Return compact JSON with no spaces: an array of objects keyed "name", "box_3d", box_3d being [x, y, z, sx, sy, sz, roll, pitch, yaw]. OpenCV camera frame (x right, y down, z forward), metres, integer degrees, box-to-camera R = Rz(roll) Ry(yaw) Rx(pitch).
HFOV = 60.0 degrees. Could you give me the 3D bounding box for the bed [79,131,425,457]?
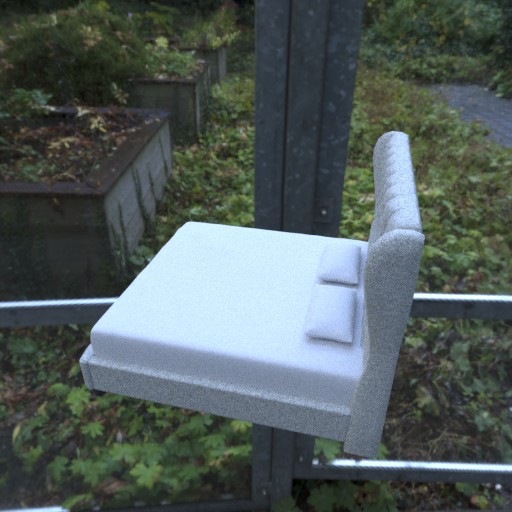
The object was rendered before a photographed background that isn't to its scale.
[{"name":"bed","box_3d":[0.000,0.000,3.837,2.347,1.771,2.219,7,31,12]}]
